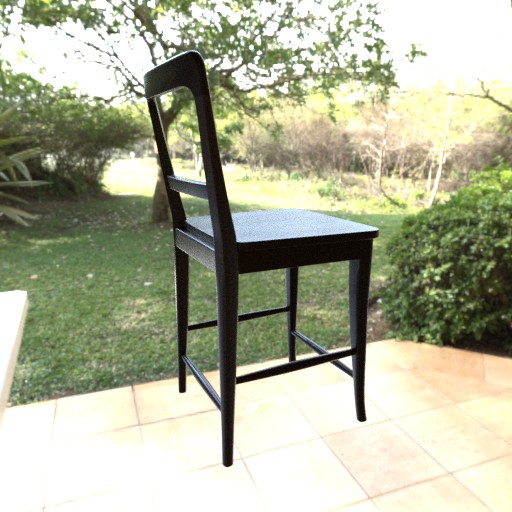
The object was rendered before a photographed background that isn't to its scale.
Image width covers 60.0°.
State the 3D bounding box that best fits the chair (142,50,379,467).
[{"bbox_3d":[0.000,0.000,1.277,0.546,0.991,0.450,-7,16,-26],"label":"chair"}]
